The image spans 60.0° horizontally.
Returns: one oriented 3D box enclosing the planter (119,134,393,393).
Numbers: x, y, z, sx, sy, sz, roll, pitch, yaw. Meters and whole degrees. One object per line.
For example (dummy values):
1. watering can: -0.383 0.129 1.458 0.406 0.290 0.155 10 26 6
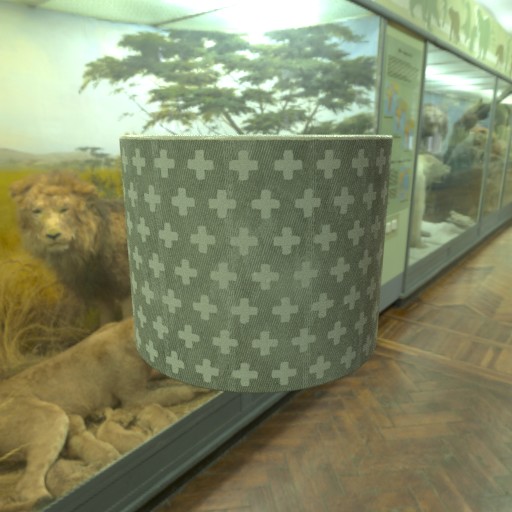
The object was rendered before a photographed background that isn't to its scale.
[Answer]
1. planter: 0.000 0.000 0.345 0.190 0.181 0.190 0 15 0
